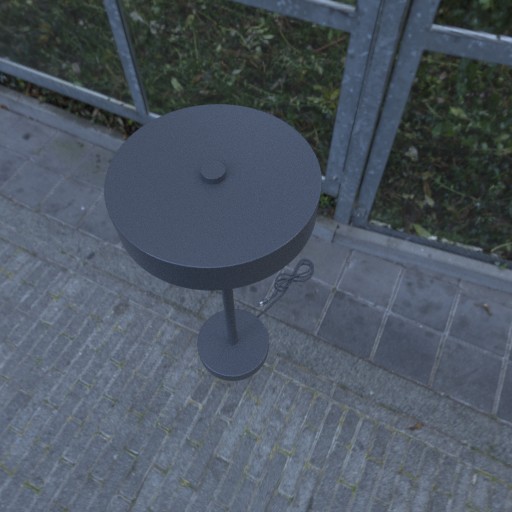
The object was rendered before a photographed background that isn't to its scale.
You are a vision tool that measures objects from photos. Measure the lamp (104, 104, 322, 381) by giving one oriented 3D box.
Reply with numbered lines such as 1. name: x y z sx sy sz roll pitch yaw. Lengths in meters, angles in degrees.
1. lamp: 0.000 0.000 0.705 0.229 0.508 0.369 35 64 20
